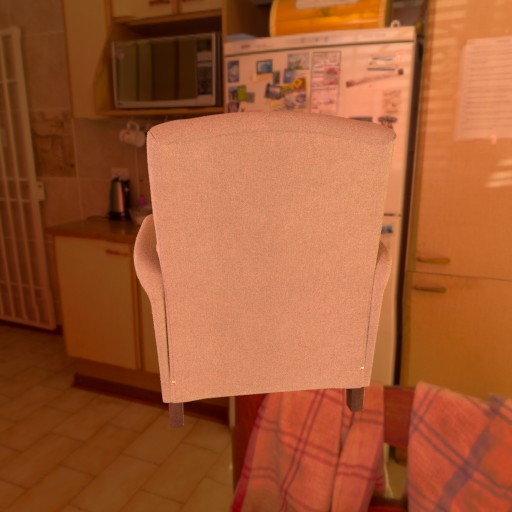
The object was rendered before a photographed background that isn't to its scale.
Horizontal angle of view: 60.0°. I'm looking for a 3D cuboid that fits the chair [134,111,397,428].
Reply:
[{"bbox_3d":[0.000,0.000,1.803,0.978,1.061,0.905,-2,14,-8],"label":"chair"}]
